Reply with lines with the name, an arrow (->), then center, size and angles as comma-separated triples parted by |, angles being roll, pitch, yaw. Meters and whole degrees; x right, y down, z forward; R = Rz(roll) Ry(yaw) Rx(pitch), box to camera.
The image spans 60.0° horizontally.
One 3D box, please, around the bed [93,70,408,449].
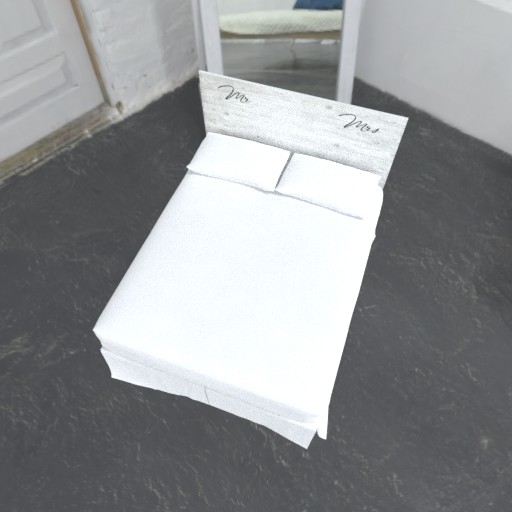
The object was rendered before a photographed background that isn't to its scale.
bed -> 0.000, 0.000, 3.286 | 1.745, 1.335, 2.094 | 17, 59, 11
